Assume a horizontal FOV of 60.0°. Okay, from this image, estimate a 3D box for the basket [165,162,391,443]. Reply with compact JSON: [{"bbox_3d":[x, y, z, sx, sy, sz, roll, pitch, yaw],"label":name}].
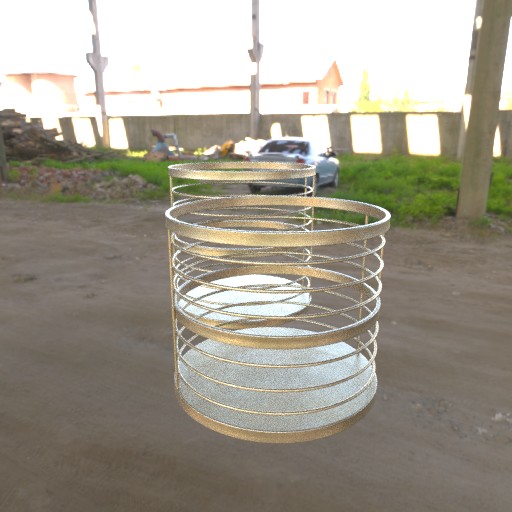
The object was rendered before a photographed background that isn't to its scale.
[{"bbox_3d":[0.000,0.000,0.938,0.356,0.351,0.746,-3,15,-10],"label":"basket"}]
